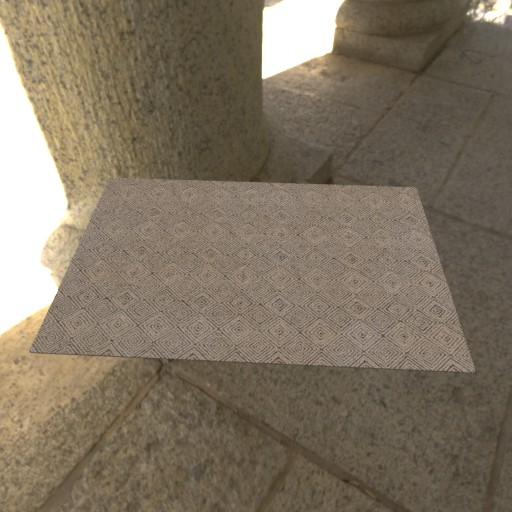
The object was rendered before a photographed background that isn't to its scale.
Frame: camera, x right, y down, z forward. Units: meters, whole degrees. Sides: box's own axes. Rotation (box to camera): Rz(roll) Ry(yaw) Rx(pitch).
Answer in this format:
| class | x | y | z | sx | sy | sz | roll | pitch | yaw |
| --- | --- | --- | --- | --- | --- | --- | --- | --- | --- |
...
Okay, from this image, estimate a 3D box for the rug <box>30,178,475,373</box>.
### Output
| class | x | y | z | sx | sy | sz | roll | pitch | yaw |
| --- | --- | --- | --- | --- | --- | --- | --- | --- | --- |
| rug | 0.000 | 0.000 | 2.171 | 1.783 | 0.008 | 1.175 | 2 | 46 | 2 |
